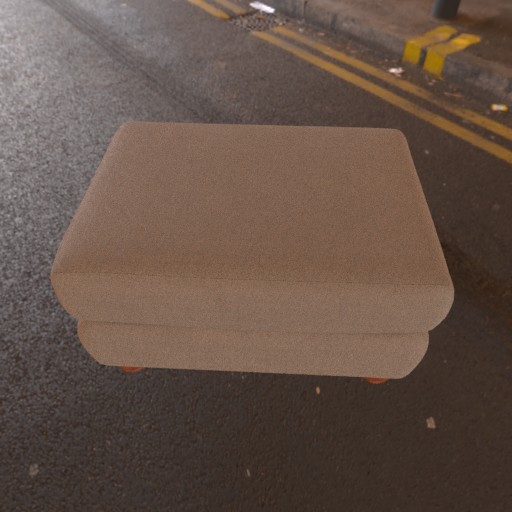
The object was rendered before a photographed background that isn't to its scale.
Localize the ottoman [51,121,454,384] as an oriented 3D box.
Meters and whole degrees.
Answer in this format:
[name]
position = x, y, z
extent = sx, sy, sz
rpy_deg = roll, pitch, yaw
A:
[ottoman]
position = 0.000, 0.000, 1.132
extent = 0.773, 0.504, 0.569
rpy_deg = 2, 47, 2
